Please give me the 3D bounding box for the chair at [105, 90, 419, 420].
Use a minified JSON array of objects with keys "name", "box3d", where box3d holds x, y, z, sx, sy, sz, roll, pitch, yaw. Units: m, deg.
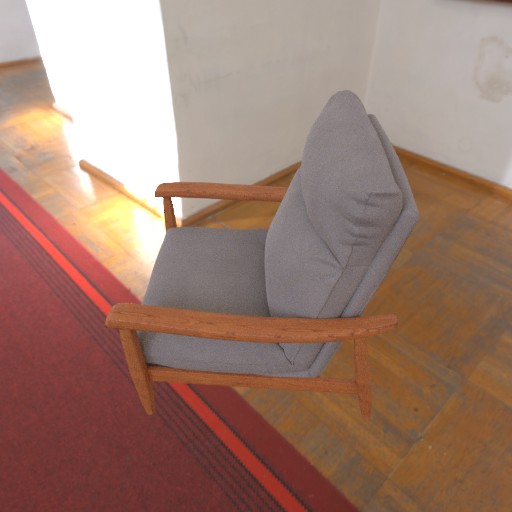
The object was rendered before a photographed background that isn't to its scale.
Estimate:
[{"name":"chair","box3d":[0.000,0.000,1.510,0.816,0.922,0.782,1,40,1]}]
